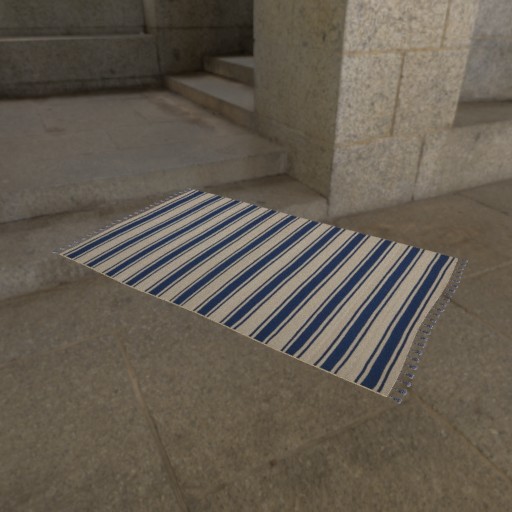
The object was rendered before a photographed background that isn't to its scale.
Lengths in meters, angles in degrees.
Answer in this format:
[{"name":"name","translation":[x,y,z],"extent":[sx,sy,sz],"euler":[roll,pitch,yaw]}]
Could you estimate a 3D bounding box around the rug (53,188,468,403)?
[{"name":"rug","translation":[0.000,0.000,2.580],"extent":[2.108,0.009,1.248],"euler":[18,34,28]}]
